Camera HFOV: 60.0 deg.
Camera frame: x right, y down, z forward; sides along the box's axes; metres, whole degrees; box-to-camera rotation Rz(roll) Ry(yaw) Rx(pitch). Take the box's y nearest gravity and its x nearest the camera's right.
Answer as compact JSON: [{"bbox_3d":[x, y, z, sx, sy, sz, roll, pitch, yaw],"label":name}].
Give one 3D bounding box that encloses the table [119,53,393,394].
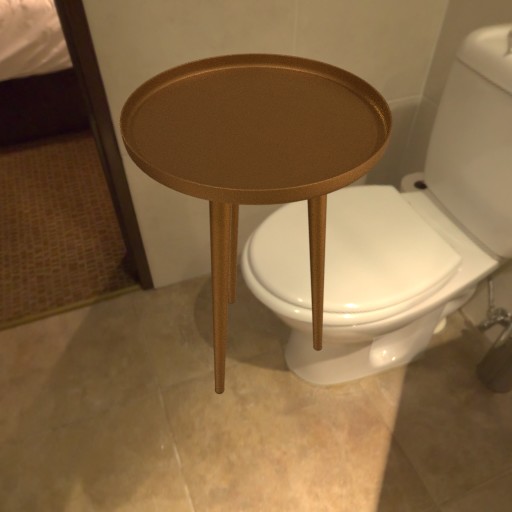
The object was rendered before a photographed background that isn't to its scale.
[{"bbox_3d":[0.000,0.000,0.668,0.299,0.480,0.299,23,51,21],"label":"table"}]
